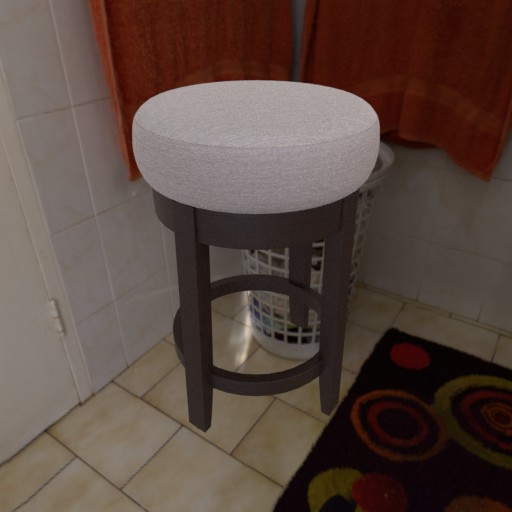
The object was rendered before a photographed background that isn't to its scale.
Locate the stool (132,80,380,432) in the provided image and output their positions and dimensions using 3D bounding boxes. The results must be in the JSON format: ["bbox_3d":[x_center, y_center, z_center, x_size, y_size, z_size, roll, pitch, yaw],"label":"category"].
[{"bbox_3d":[0.000,0.000,0.953,0.443,0.672,0.443,0,31,0],"label":"stool"}]
